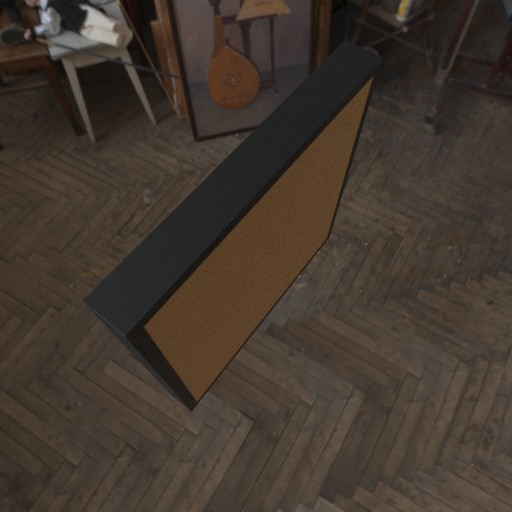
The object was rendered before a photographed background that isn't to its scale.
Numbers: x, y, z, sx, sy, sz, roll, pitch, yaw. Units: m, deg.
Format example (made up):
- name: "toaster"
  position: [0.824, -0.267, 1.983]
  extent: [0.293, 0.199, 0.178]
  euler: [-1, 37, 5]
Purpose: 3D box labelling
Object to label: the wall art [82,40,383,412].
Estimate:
- name: "wall art"
  position: [0.000, 0.000, 0.457]
  extent: [0.038, 0.304, 0.304]
  euler: [34, 68, 16]
